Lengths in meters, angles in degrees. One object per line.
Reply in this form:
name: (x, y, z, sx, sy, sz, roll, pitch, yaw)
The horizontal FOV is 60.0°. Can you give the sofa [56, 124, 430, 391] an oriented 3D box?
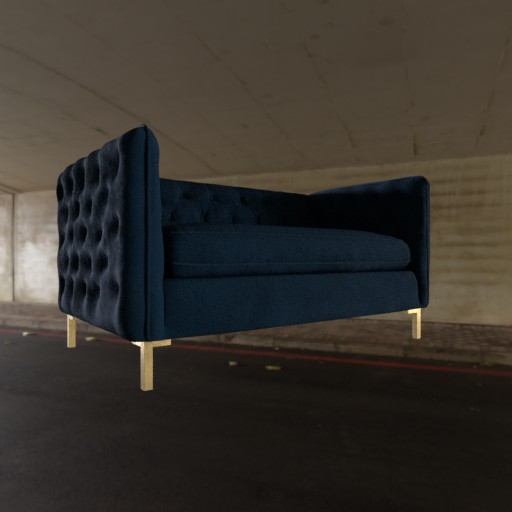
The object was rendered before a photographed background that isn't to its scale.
sofa: (0.000, 0.000, 2.090, 1.583, 0.810, 0.909, 0, 0, -37)
